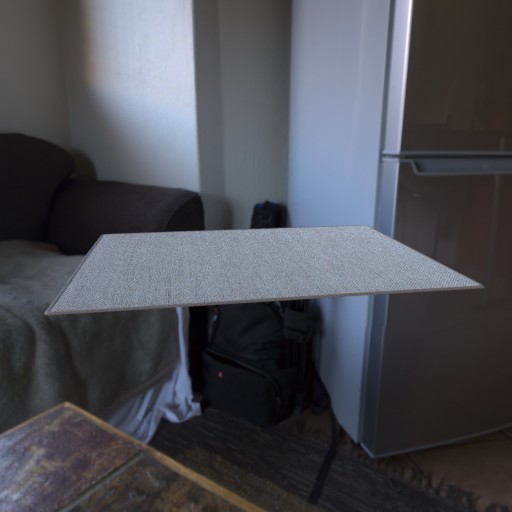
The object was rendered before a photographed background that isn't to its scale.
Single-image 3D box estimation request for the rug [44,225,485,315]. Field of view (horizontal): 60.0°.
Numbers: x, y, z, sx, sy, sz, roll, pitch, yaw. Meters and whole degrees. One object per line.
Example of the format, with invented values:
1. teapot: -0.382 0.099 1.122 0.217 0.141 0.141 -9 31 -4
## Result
1. rug: 0.000 0.000 2.794 2.115 0.013 1.517 -3 16 -9
